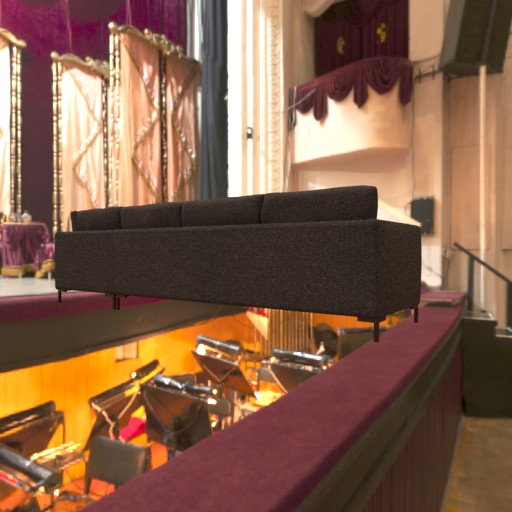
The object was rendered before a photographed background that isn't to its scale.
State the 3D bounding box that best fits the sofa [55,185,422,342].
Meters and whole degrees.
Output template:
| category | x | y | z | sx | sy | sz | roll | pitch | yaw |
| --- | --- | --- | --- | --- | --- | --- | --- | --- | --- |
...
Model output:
| category | x | y | z | sx | sy | sz | roll | pitch | yaw |
| --- | --- | --- | --- | --- | --- | --- | --- | --- | --- |
| sofa | 0.000 | 0.000 | 3.836 | 2.949 | 0.815 | 2.007 | 1 | 1 | 35 |
